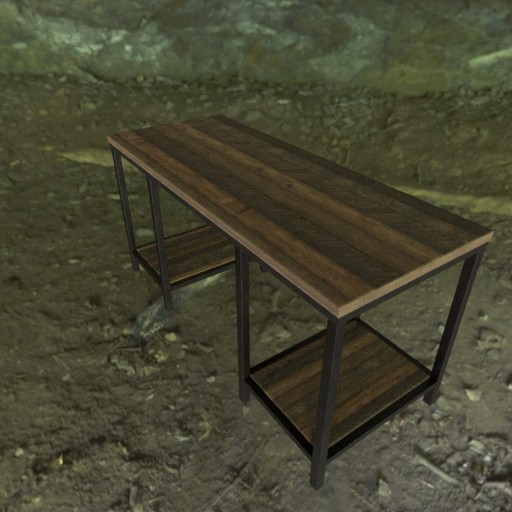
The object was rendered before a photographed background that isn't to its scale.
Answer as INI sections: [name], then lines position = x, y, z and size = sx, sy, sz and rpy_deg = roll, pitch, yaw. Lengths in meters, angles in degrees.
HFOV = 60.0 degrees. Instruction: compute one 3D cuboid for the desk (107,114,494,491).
[desk]
position = 0.000, 0.000, 1.875
size = 0.617, 0.753, 1.538
rpy_deg = -21, 38, -29
